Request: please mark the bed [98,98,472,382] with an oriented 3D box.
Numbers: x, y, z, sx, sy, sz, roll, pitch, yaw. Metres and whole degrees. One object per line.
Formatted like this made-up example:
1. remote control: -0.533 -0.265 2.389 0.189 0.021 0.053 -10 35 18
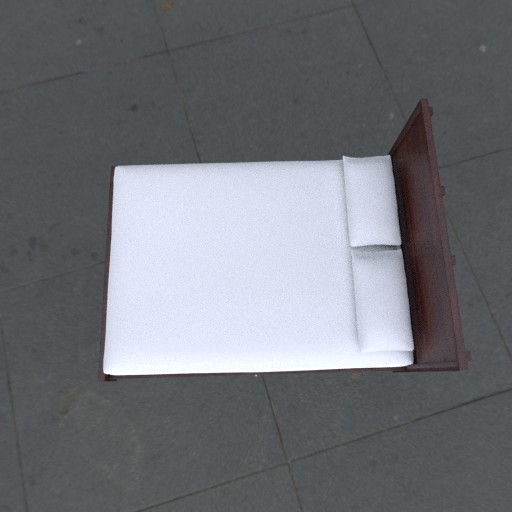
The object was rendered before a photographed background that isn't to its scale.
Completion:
1. bed: 0.000 0.000 3.875 2.803 1.492 2.040 -2 75 0
